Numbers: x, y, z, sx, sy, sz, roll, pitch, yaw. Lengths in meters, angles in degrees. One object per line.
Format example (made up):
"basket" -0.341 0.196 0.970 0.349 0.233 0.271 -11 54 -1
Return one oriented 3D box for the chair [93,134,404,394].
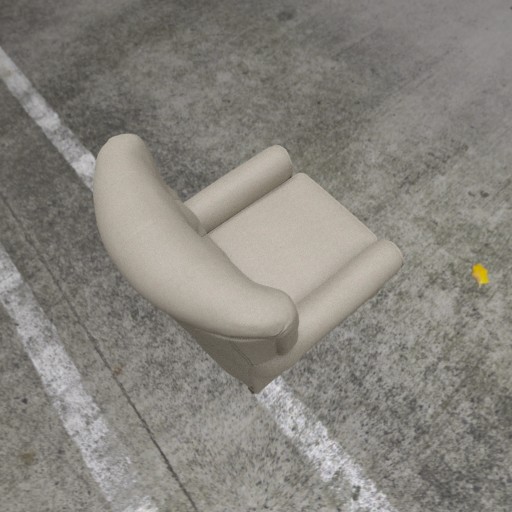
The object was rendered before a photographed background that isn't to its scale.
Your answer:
"chair" 0.000 0.000 1.919 1.059 1.158 0.943 -35 66 -18
